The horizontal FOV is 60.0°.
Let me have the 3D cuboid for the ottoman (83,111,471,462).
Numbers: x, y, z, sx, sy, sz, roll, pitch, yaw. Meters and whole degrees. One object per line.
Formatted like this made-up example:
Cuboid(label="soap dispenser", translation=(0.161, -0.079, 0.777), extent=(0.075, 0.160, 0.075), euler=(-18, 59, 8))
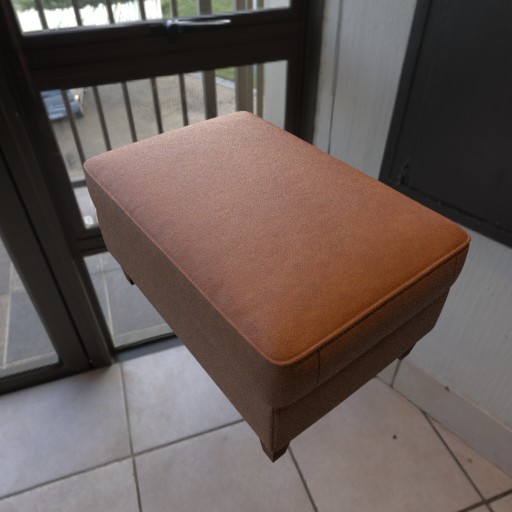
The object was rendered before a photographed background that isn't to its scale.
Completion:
Cuboid(label="ottoman", translation=(0.000, 0.000, 1.193), extent=(0.584, 0.483, 0.864), euler=(-27, 48, -27))
